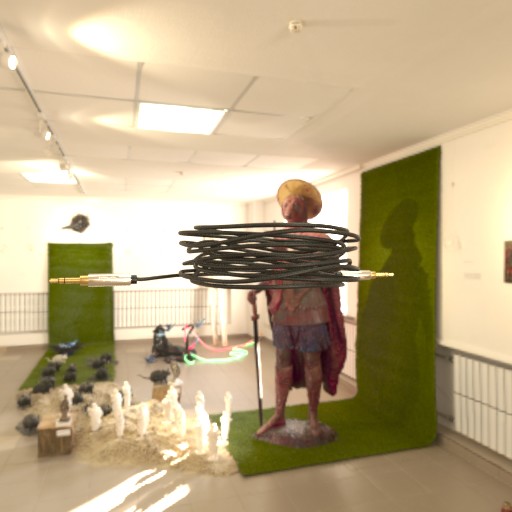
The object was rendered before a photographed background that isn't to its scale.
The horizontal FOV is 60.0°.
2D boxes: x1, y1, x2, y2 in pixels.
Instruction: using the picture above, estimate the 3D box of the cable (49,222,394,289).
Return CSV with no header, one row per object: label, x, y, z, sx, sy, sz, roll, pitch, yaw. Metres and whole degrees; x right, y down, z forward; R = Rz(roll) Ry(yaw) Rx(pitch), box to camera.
cable,0.000,0.000,0.496,0.432,0.069,0.198,0,0,-18
